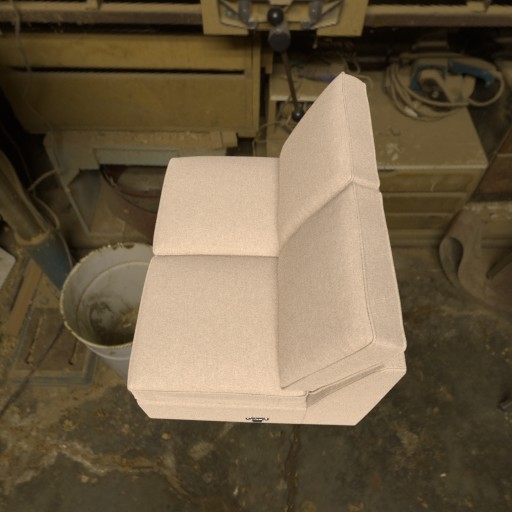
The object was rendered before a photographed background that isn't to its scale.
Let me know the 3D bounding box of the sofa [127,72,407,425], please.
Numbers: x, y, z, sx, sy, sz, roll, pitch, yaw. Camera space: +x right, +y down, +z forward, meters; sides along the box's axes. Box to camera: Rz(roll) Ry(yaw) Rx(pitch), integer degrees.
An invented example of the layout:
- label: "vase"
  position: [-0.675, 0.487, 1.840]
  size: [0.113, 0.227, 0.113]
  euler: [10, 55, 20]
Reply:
- label: "sofa"
  position: [0.000, 0.000, 1.941]
  size: [0.951, 1.008, 1.237]
  euler: [2, 58, 1]
